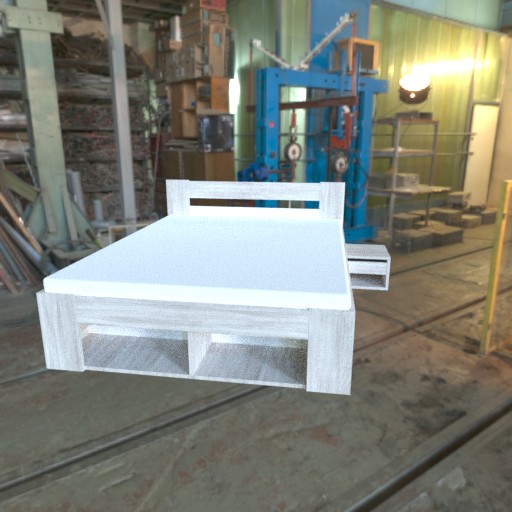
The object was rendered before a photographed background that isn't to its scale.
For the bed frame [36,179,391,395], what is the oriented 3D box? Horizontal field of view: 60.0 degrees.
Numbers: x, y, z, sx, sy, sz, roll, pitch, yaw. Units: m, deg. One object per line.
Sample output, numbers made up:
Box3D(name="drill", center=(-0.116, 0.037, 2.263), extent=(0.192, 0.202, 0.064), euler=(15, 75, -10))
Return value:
Box3D(name="bed frame", center=(0.000, 0.000, 3.184), extent=(2.040, 0.860, 2.050), euler=(2, 16, 9))
